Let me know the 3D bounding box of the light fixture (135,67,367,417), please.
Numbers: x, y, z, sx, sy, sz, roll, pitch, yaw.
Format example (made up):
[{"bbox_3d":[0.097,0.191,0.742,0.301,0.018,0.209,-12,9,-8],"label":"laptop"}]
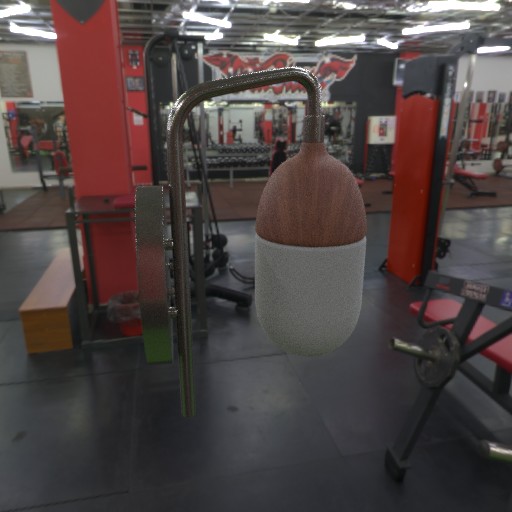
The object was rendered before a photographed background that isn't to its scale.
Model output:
[{"bbox_3d":[0.000,0.000,0.433,0.216,0.343,0.108,-3,17,-9],"label":"light fixture"}]
